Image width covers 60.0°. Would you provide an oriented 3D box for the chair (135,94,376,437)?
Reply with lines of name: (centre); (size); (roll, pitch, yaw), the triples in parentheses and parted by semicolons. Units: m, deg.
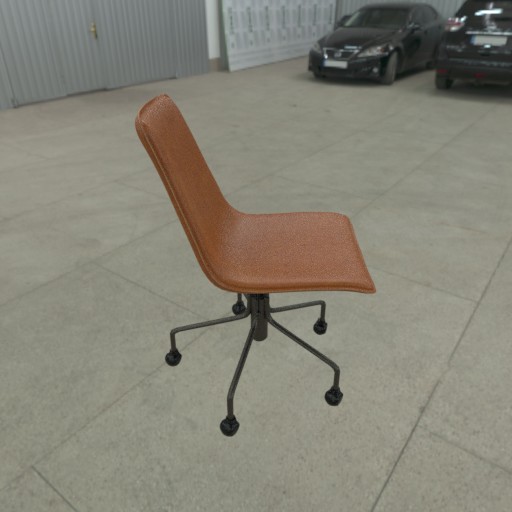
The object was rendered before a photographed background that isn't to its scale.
chair: (0.000, 0.000, 1.392); (0.660, 0.920, 0.651); (1, 30, 1)
